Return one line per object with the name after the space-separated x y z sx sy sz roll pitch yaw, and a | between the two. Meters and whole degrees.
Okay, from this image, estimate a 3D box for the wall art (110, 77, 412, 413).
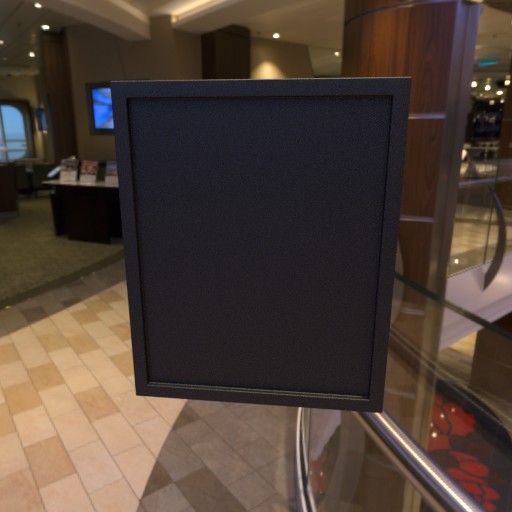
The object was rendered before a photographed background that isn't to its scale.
0.000 0.000 0.753 0.457 0.559 0.028 2 16 7 | wall art
